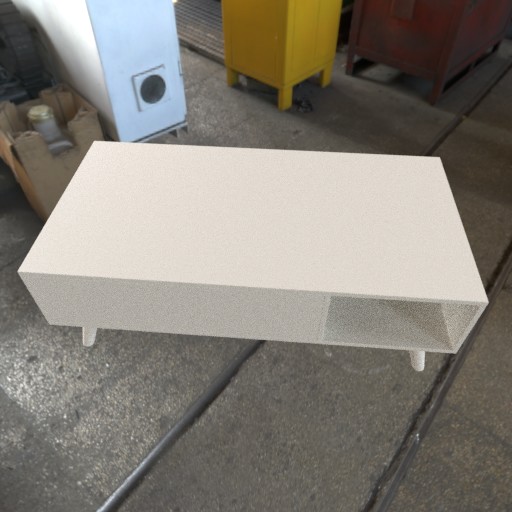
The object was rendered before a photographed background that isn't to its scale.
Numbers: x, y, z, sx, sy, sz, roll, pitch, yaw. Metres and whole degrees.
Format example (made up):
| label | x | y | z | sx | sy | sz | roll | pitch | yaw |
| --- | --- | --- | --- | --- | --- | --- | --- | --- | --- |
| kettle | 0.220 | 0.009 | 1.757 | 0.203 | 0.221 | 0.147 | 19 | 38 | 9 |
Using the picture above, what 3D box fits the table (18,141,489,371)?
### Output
| label | x | y | z | sx | sy | sz | roll | pitch | yaw |
| --- | --- | --- | --- | --- | --- | --- | --- | --- | --- |
| table | 0.000 | 0.000 | 1.481 | 1.194 | 0.432 | 0.609 | 3 | 48 | 3 |
